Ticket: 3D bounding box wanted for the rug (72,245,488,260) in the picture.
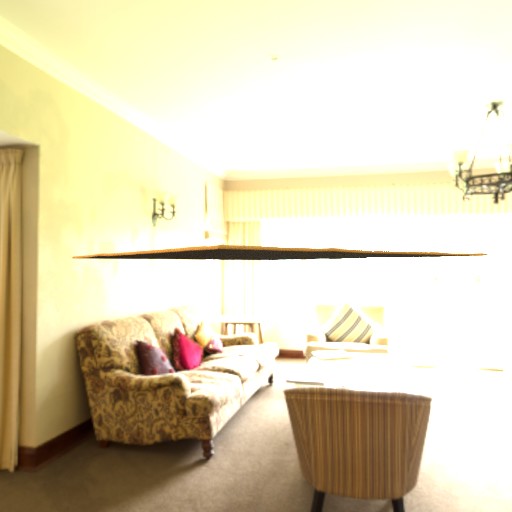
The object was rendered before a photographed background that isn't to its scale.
[{"bbox_3d":[0.000,0.000,0.878,0.548,0.006,0.639,1,-2,-35],"label":"rug"}]
